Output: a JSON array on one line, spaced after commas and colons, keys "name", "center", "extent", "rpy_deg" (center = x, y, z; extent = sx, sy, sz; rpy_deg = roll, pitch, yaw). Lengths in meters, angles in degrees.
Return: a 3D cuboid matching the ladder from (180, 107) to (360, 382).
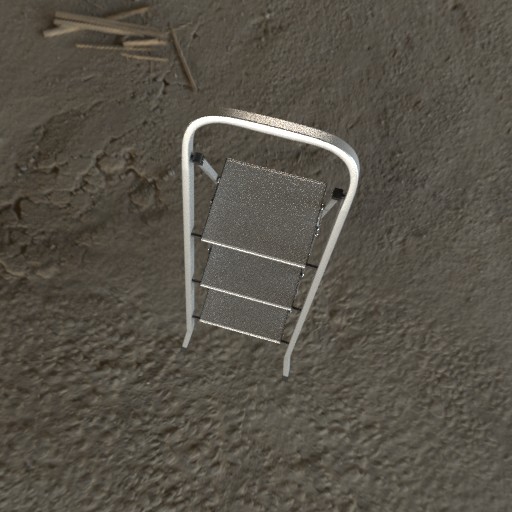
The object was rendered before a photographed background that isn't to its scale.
[{"name": "ladder", "center": [0.000, 0.000, 1.412], "extent": [0.465, 1.070, 0.704], "rpy_deg": [15, 76, 4]}]
